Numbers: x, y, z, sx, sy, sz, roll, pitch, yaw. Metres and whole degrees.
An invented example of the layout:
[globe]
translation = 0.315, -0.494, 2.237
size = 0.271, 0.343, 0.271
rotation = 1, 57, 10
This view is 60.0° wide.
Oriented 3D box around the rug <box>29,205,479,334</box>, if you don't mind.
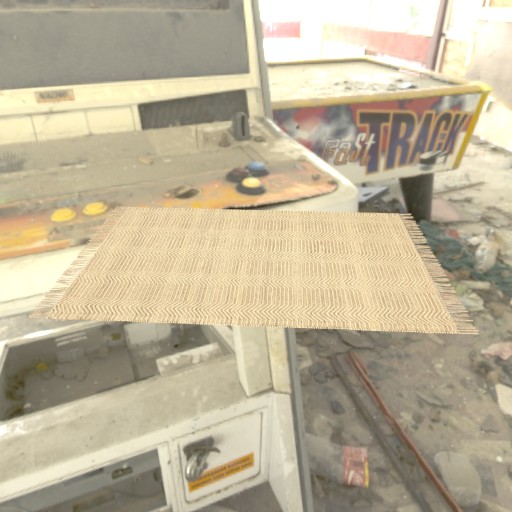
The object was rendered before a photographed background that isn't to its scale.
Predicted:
[rug]
translation = 0.000, 0.000, 2.483
size = 2.021, 0.027, 1.224
rotation = 2, 31, 3
